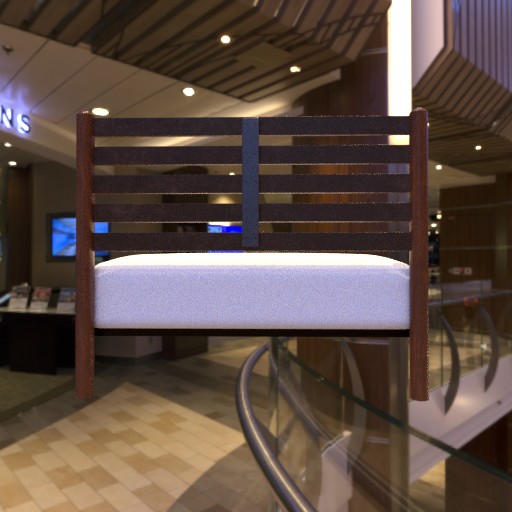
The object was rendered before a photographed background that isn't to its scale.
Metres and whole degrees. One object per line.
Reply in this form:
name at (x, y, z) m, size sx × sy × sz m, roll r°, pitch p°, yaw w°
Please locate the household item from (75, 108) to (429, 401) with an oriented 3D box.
household item at (0.000, 0.000, 3.172) m, size 1.663 × 1.356 × 2.232 m, roll 0°, pitch 0°, yaw 1°
